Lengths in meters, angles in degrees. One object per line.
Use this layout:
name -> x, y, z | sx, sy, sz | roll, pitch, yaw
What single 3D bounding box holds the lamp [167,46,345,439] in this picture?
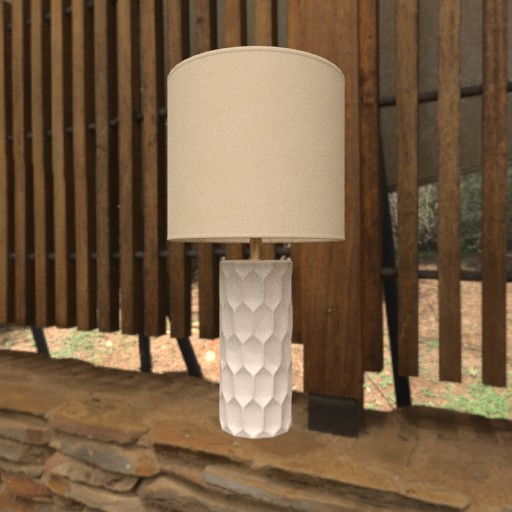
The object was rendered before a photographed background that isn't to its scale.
lamp -> 0.000, 0.000, 0.704 | 0.277, 0.537, 0.277 | 0, 0, 19
